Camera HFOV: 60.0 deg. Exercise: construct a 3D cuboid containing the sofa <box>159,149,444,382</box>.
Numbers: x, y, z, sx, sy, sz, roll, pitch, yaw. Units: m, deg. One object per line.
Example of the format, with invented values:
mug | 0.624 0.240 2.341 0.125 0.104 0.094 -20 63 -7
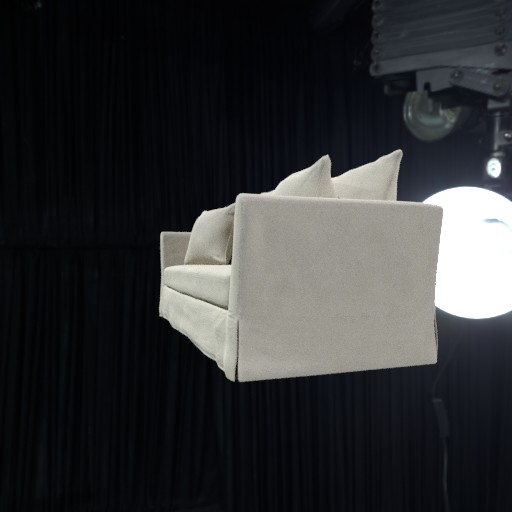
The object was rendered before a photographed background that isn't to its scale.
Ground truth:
sofa | 0.000 0.000 3.046 1.046 1.047 2.499 0 -1 -19
